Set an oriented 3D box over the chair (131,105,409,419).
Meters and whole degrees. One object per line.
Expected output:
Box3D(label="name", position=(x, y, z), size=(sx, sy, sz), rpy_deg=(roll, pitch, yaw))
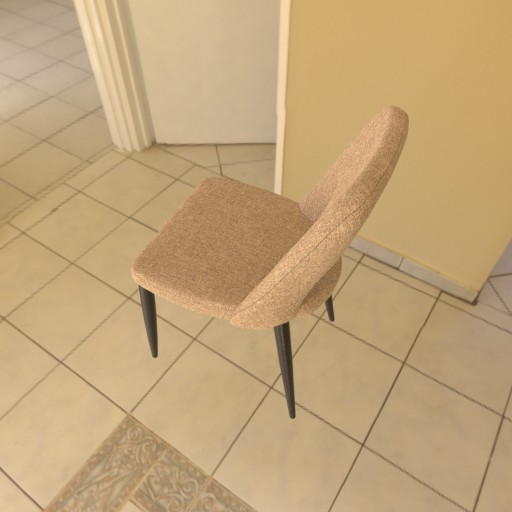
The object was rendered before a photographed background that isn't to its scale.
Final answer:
Box3D(label="chair", position=(0.000, 0.000, 1.266), size=(0.612, 0.931, 0.470), rpy_deg=(19, 51, 16))
